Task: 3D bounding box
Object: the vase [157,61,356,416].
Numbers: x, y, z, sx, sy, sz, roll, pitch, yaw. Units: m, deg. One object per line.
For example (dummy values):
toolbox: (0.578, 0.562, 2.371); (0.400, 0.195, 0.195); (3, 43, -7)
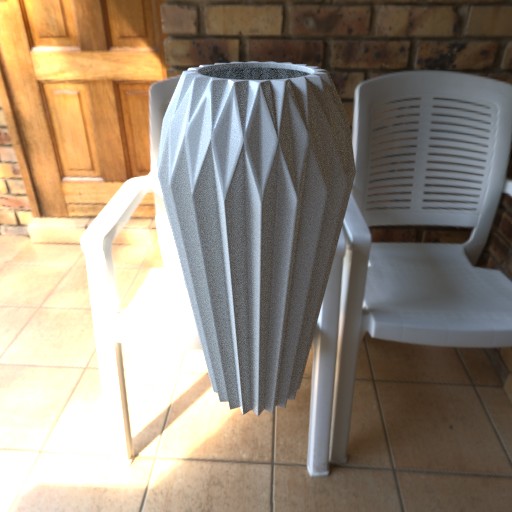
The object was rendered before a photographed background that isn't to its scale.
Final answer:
vase: (0.000, 0.000, 0.337); (0.133, 0.263, 0.133); (0, 31, 0)
